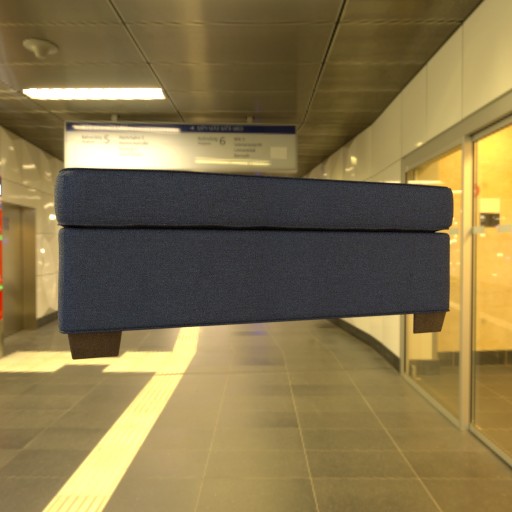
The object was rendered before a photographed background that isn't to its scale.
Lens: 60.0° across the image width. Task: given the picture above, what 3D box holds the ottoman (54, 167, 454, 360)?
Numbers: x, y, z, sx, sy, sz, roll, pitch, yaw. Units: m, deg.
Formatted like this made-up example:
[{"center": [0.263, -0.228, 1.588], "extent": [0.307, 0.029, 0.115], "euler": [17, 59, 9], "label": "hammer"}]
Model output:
[{"center": [0.000, 0.000, 1.376], "extent": [1.110, 0.460, 0.515], "euler": [0, 1, -19], "label": "ottoman"}]
